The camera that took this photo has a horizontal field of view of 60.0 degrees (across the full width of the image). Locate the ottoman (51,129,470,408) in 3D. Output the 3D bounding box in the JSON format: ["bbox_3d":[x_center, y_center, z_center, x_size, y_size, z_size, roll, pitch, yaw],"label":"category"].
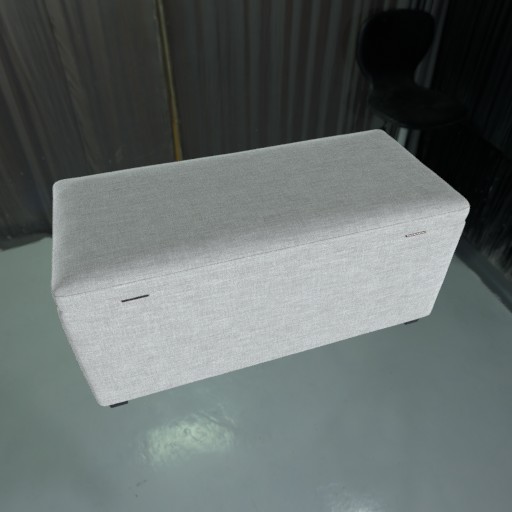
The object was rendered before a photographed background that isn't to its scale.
[{"bbox_3d":[0.000,0.000,1.134,0.902,0.432,0.419,-12,43,-14],"label":"ottoman"}]
